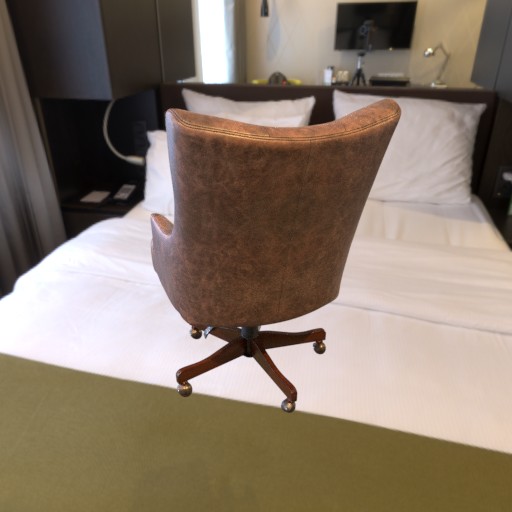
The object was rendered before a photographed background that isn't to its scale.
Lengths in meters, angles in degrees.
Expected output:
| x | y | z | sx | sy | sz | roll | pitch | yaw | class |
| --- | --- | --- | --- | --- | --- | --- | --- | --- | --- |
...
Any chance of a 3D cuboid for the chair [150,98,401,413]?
| x | y | z | sx | sy | sz | roll | pitch | yaw | class |
| --- | --- | --- | --- | --- | --- | --- | --- | --- | --- |
| 0.000 | 0.000 | 1.476 | 0.641 | 1.035 | 0.762 | -8 | 28 | -16 | chair |
